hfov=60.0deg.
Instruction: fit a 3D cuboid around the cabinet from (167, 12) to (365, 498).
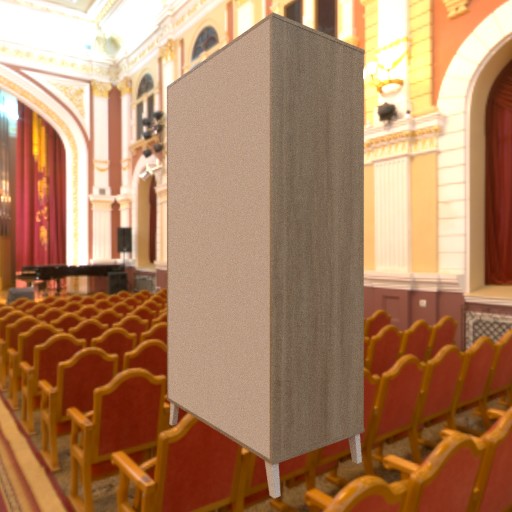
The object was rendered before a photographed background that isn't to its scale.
[{"bbox_3d":[0.000,0.000,2.390,0.571,1.999,1.006,0,0,-36],"label":"cabinet"}]
